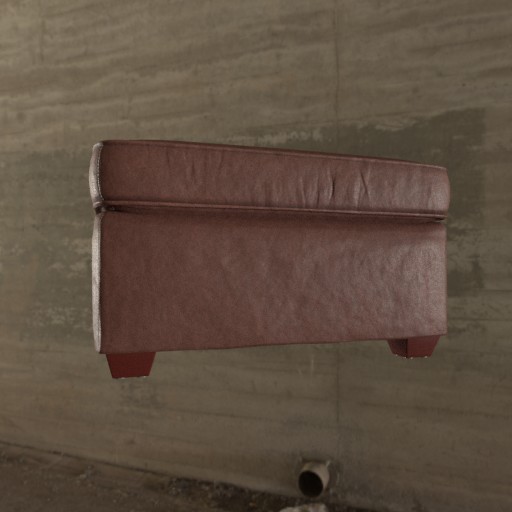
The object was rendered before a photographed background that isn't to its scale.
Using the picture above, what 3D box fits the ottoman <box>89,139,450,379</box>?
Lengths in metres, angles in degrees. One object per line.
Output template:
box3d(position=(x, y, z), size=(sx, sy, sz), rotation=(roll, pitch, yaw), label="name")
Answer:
box3d(position=(0.000, 0.000, 1.084), size=(0.749, 0.449, 0.548), rotation=(0, -2, -17), label="ottoman")
